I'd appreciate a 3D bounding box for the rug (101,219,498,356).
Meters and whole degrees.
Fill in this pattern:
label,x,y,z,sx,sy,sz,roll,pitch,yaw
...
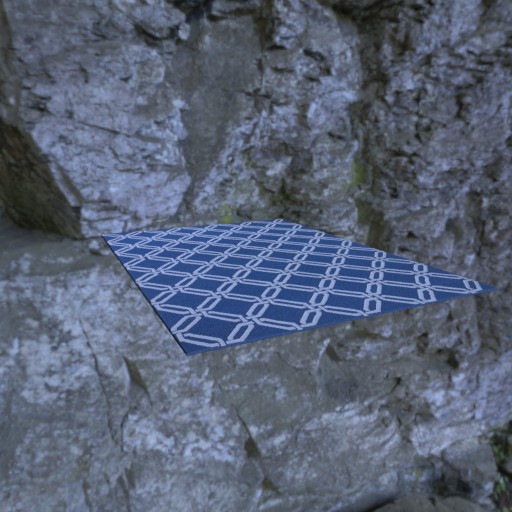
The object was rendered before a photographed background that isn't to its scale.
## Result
label,x,y,z,sx,sy,sz,roll,pitch,yaw
rug,0.000,0.000,4.270,2.432,0.018,3.342,-7,16,-25
